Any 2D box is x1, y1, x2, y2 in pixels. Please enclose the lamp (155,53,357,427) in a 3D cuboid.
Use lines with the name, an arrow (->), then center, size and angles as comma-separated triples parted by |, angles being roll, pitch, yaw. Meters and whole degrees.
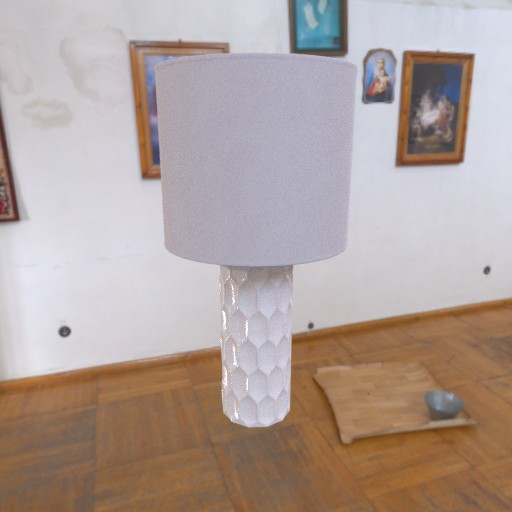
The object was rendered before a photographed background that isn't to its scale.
lamp -> 0.000, 0.000, 0.688 | 0.277, 0.537, 0.277 | 8, 17, 26
